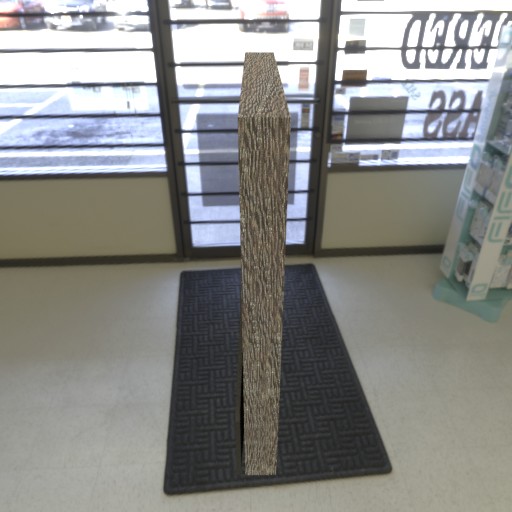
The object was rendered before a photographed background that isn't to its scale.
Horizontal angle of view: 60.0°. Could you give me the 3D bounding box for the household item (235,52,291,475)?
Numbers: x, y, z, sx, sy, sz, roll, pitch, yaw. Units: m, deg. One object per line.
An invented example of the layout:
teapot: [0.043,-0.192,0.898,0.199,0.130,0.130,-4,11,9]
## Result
household item: [0.000,0.000,0.234,0.020,0.180,0.133,0,32,0]
